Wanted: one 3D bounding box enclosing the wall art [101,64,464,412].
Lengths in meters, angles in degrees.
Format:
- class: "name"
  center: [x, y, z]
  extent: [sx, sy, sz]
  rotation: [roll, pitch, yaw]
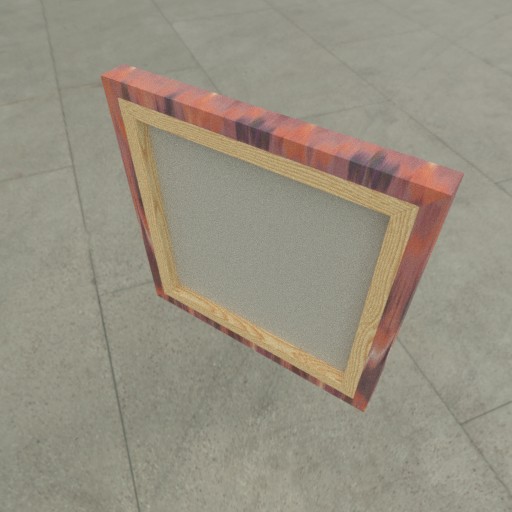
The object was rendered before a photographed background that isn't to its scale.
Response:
- class: "wall art"
  center: [0.000, 0.000, 0.592]
  extent: [0.403, 0.406, 0.038]
  rotation: [25, 51, 22]
